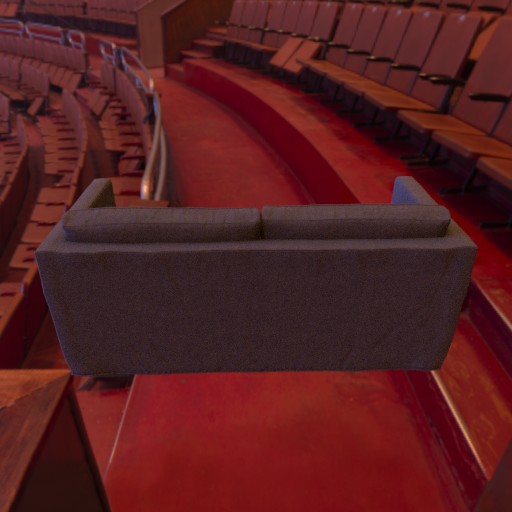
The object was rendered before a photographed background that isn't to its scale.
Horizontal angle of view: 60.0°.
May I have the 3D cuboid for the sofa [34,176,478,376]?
[{"bbox_3d":[0.000,0.000,2.472,1.982,0.855,0.953,-1,30,-1],"label":"sofa"}]
